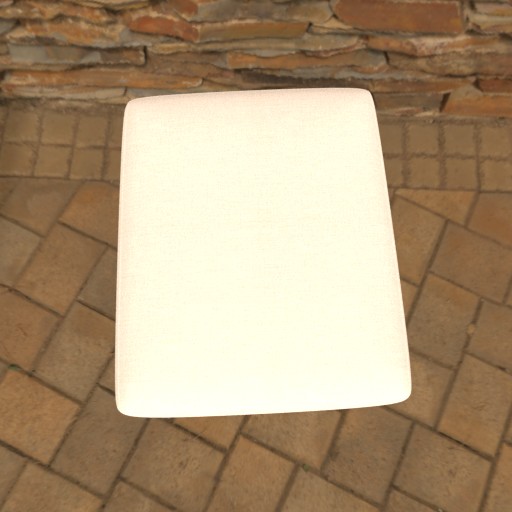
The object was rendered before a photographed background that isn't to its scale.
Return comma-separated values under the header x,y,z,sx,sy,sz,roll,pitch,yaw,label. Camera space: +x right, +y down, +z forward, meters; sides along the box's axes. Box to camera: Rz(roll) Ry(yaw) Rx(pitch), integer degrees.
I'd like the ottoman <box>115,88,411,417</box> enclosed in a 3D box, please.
x,y,z,sx,sy,sz,roll,pitch,yaw,label
0.000,0.000,1.209,0.657,0.453,0.794,-3,75,-1,ottoman
